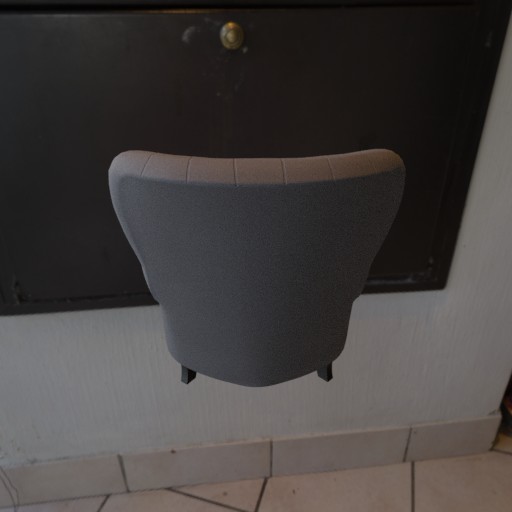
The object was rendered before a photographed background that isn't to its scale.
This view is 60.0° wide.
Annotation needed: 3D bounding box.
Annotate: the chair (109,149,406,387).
[{"bbox_3d":[0.000,0.000,1.815,0.983,1.046,0.983,-1,29,-1],"label":"chair"}]
